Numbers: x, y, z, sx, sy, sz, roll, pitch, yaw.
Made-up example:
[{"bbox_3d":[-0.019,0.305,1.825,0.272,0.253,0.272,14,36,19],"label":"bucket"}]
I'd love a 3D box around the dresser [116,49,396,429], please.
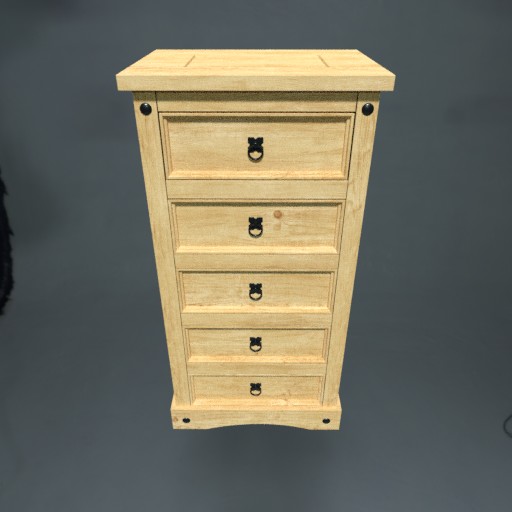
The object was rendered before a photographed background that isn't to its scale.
[{"bbox_3d":[0.000,0.000,1.278,0.531,1.041,0.390,0,31,0],"label":"dresser"}]
